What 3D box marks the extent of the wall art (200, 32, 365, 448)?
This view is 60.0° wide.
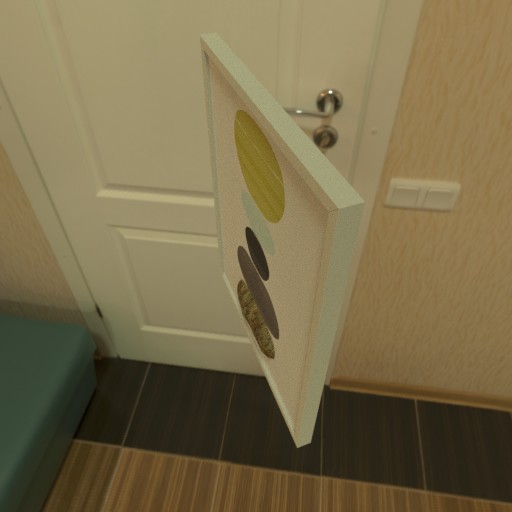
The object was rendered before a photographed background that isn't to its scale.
[{"bbox_3d":[0.000,0.000,1.017,0.055,0.763,0.611,-16,48,-15],"label":"wall art"}]
